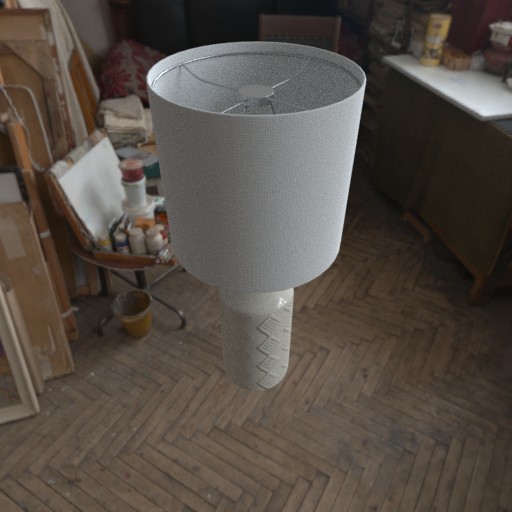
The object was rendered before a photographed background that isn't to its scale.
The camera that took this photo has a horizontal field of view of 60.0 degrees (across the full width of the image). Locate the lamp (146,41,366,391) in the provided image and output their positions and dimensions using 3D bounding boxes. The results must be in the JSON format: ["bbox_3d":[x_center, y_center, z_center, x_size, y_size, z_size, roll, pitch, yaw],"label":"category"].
[{"bbox_3d":[0.000,0.000,0.572,0.207,0.461,0.207,26,47,27],"label":"lamp"}]
